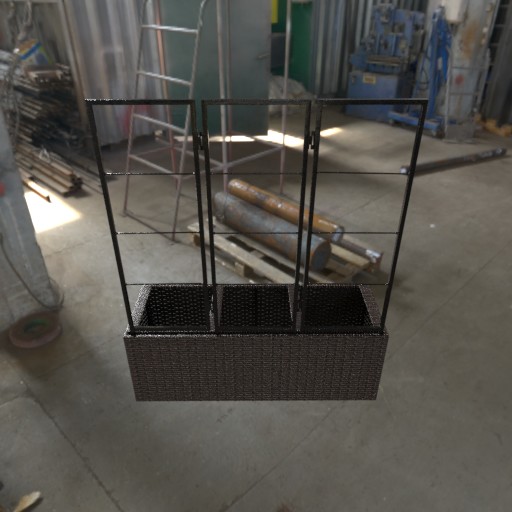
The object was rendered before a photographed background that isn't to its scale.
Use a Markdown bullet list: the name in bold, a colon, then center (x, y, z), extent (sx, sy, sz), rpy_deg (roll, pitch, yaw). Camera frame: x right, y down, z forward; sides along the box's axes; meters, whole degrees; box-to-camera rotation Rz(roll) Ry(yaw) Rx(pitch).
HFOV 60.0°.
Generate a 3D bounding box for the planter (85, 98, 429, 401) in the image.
- **planter**: center (0.000, 0.000, 1.170), extent (0.699, 0.841, 0.244), rpy_deg (0, 31, 0)
